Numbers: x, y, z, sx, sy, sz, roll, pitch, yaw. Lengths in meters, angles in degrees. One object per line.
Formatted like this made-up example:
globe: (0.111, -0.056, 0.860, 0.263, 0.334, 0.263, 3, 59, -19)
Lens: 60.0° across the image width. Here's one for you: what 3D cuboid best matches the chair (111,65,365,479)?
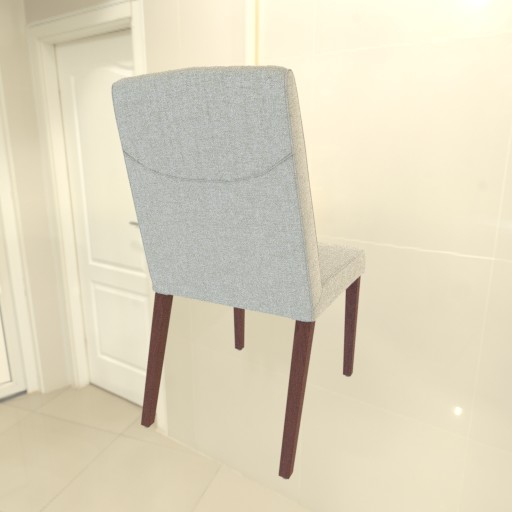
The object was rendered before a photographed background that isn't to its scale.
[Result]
chair: (0.000, 0.000, 1.228, 0.480, 0.900, 0.594, 7, 16, 26)
